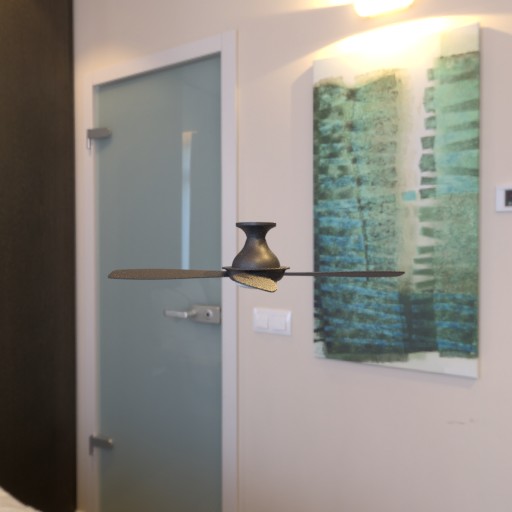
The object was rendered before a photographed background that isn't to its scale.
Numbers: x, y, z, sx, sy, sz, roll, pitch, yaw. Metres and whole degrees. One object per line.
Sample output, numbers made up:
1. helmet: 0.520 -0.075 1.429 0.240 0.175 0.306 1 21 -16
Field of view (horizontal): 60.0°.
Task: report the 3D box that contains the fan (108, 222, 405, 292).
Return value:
1. fan: 0.000 0.000 2.563 1.694 0.382 1.694 0 1 0
